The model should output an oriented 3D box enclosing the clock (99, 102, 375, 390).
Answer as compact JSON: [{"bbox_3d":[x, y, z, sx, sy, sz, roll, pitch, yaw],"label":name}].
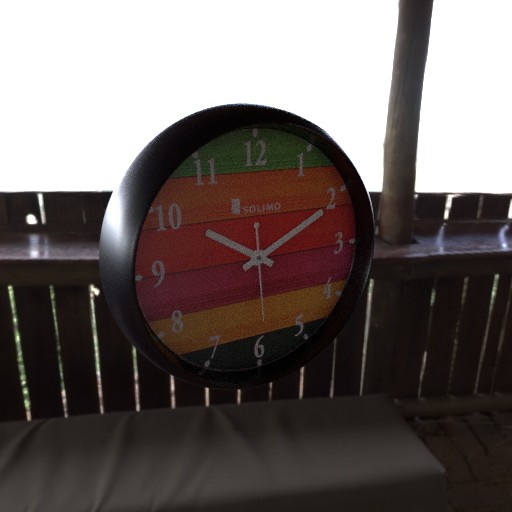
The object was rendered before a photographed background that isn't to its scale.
[{"bbox_3d":[0.000,0.000,0.455,0.300,0.300,0.060,-9,19,-27],"label":"clock"}]
